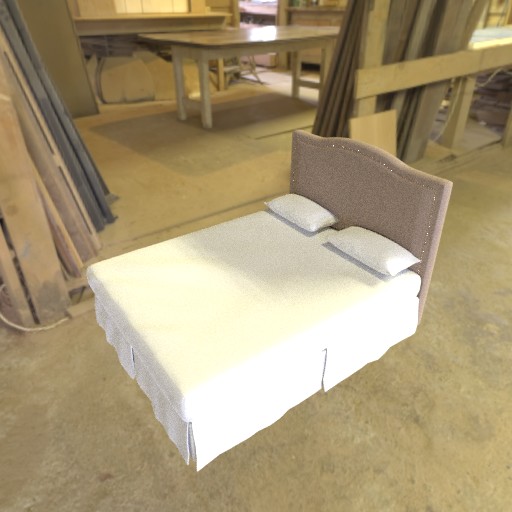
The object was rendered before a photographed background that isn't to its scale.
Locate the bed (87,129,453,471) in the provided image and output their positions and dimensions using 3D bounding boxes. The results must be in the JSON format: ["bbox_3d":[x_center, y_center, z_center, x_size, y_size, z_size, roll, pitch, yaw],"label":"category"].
[{"bbox_3d":[0.000,0.000,3.516,2.282,1.436,1.821,-20,37,-30],"label":"bed"}]
